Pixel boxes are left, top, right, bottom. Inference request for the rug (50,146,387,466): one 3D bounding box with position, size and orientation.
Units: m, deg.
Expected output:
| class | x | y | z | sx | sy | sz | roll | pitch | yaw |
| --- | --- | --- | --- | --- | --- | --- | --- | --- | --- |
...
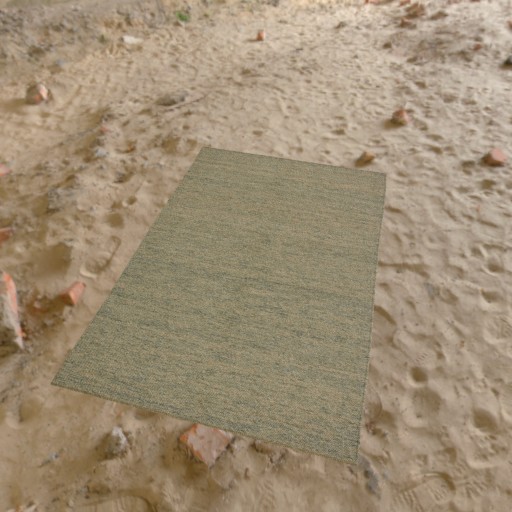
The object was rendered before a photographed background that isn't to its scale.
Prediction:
| class | x | y | z | sx | sy | sz | roll | pitch | yaw |
| --- | --- | --- | --- | --- | --- | --- | --- | --- | --- |
| rug | 0.000 | 0.000 | 2.869 | 1.547 | 0.013 | 2.283 | 11 | 47 | 10 |
